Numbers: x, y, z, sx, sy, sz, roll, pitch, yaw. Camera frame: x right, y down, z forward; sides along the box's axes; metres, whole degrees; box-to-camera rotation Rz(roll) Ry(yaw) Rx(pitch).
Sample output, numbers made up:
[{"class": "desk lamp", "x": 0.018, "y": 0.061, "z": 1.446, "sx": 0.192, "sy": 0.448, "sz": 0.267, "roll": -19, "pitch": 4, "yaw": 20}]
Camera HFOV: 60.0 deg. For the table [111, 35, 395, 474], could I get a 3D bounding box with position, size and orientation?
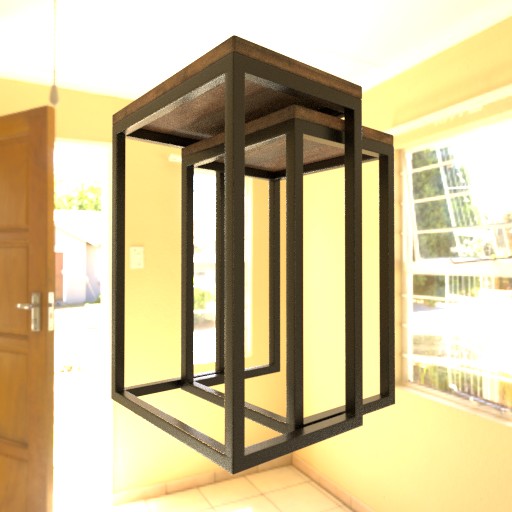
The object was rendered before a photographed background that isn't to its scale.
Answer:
[{"class": "table", "x": 0.000, "y": 0.000, "z": 0.927, "sx": 0.460, "sy": 0.615, "sz": 0.456, "roll": 1, "pitch": -1, "yaw": -37}]
